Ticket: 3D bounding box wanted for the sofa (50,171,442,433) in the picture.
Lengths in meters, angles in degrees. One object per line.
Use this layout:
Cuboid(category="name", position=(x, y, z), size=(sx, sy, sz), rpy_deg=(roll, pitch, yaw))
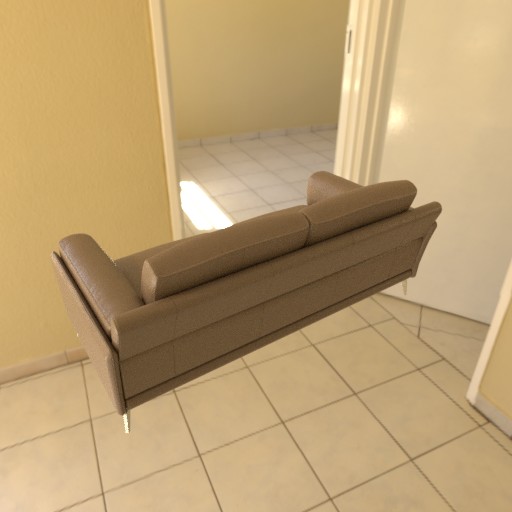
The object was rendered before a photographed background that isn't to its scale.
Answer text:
Cuboid(category="sofa", position=(0.000, 0.000, 2.668), size=(2.101, 0.930, 1.049), rpy_deg=(-19, 36, -29))
